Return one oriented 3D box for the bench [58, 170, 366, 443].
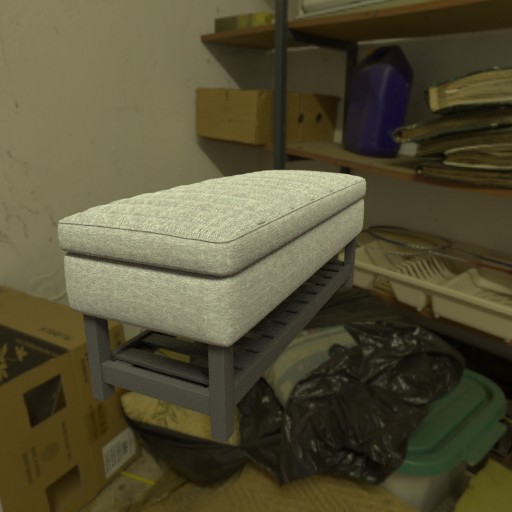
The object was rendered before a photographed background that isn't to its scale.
[{"bbox_3d":[0.000,0.000,1.355,0.429,0.470,1.100,8,18,25],"label":"bench"}]
